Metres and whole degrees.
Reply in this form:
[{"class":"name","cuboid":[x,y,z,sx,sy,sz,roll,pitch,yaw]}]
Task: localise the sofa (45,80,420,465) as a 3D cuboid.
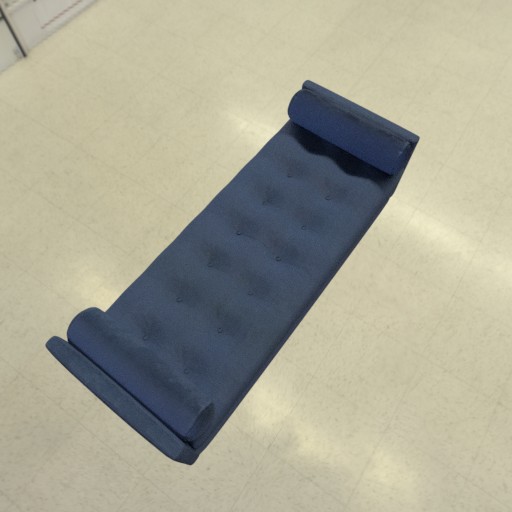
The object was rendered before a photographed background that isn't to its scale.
[{"class":"sofa","cuboid":[0.000,0.000,2.476,0.796,0.705,2.102,34,68,16]}]
